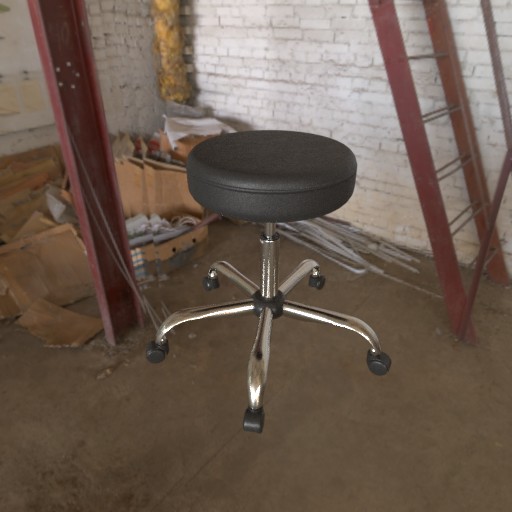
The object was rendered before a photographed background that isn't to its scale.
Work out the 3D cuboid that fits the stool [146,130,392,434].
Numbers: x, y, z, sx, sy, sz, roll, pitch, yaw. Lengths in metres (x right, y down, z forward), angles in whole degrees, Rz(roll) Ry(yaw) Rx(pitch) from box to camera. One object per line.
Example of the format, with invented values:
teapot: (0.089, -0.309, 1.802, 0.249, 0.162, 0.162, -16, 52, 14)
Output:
stool: (0.000, 0.000, 1.181, 0.638, 0.576, 0.673, -8, 30, -14)
